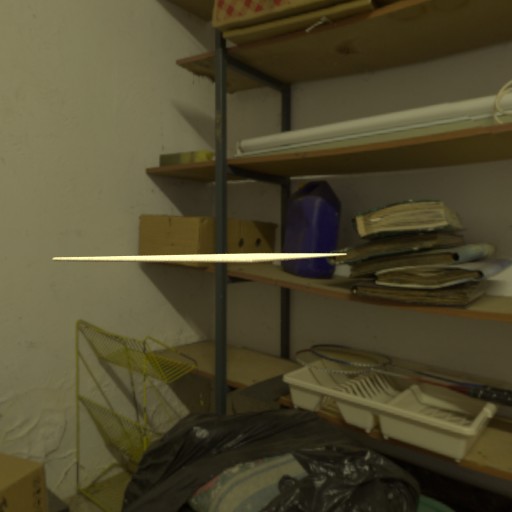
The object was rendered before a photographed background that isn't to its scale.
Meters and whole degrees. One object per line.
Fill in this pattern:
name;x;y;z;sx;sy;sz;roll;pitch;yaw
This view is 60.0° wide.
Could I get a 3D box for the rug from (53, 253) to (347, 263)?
rug;0.000;0.000;2.673;0.793;0.014;2.450;0;1;18
